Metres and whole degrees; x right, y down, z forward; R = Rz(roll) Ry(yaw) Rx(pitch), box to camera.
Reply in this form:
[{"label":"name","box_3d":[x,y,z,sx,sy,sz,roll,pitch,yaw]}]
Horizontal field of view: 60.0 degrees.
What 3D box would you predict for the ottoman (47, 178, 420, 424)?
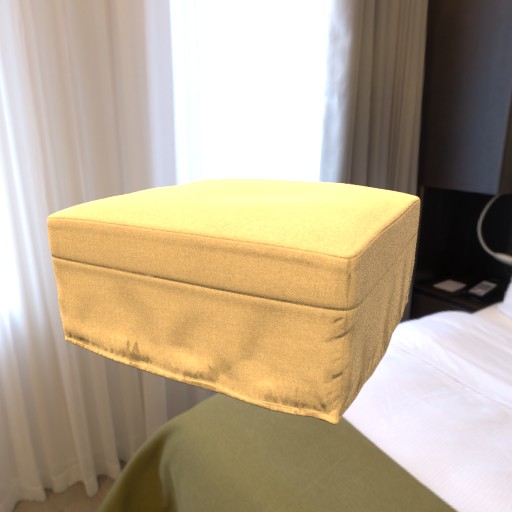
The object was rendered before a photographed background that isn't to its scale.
[{"label":"ottoman","box_3d":[0.000,0.000,1.361,0.840,0.436,0.843,8,18,27]}]
